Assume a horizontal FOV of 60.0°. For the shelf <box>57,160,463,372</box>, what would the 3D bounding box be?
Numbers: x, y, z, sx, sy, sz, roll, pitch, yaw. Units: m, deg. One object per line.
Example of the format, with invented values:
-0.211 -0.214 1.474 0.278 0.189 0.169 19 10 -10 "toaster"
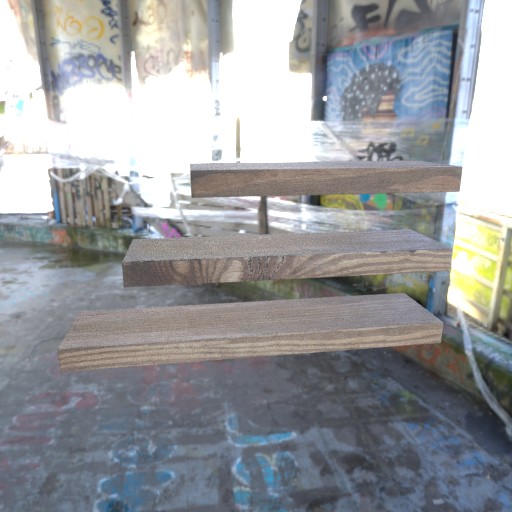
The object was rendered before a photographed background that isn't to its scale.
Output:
0.000 0.000 0.729 0.610 0.293 0.140 -2 16 -8 "shelf"
